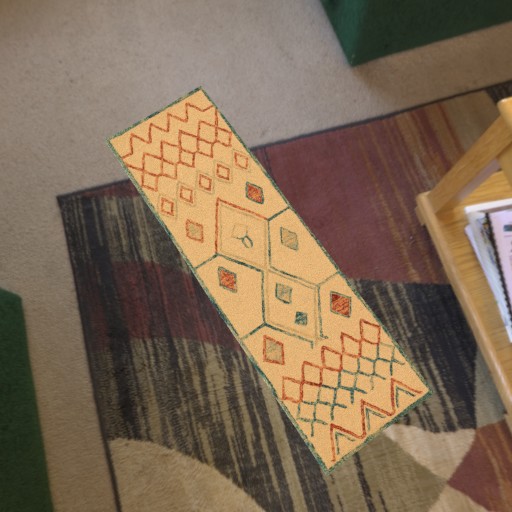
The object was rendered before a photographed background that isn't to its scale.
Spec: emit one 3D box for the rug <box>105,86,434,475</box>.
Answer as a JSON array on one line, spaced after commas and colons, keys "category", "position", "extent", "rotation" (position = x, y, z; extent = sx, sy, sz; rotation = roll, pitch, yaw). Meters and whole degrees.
[{"category": "rug", "position": [0.000, 0.000, 2.696], "extent": [0.750, 0.011, 2.435], "rotation": [-33, 76, -9]}]
